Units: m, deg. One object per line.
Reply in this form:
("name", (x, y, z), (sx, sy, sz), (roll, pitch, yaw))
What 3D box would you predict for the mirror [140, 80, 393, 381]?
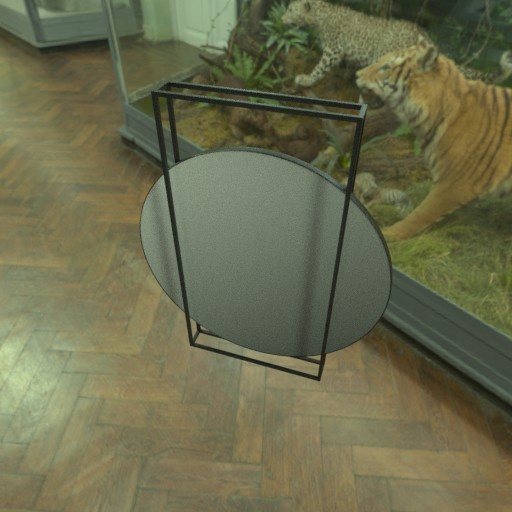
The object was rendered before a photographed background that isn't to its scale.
("mirror", (0.000, 0.000, 0.838), (0.508, 0.603, 0.051), (12, 42, 14))
